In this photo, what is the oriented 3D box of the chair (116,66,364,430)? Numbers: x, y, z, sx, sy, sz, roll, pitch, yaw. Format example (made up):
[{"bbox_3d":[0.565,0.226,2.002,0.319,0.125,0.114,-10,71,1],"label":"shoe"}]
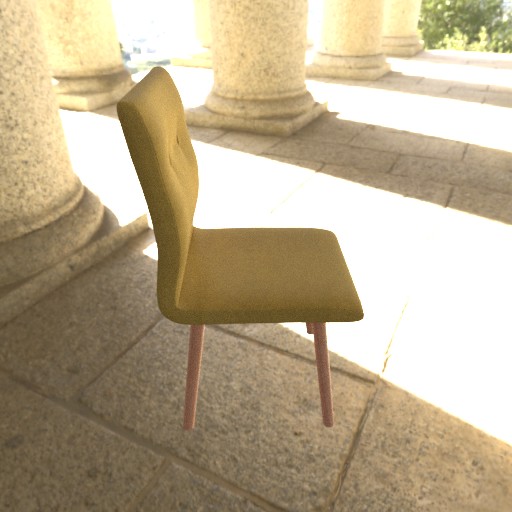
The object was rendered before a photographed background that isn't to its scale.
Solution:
[{"bbox_3d":[0.000,0.000,1.288,0.550,0.965,0.450,-1,32,-1],"label":"chair"}]
